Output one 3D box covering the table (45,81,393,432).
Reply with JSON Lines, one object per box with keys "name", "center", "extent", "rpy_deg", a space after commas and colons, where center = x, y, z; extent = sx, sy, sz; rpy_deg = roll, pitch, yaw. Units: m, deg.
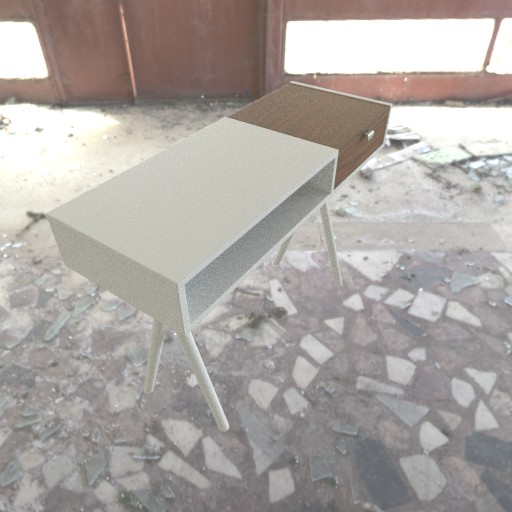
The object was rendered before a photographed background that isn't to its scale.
{"name": "table", "center": [0.000, 0.000, 1.494], "extent": [0.418, 0.785, 1.066], "rpy_deg": [24, 46, 26]}
